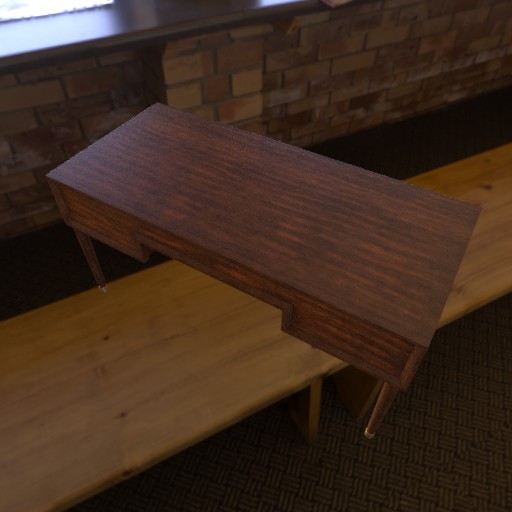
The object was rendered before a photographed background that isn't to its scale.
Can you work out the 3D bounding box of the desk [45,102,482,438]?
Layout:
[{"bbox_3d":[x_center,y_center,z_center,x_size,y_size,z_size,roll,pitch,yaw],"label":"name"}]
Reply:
[{"bbox_3d":[0.000,0.000,2.024,1.575,0.762,0.724,24,51,21],"label":"desk"}]
